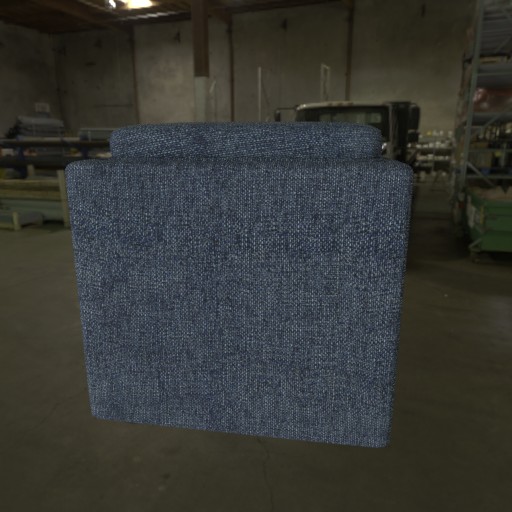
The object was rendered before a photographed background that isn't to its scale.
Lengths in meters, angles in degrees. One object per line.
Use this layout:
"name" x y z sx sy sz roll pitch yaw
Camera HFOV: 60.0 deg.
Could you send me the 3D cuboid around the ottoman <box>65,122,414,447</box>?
"ottoman" 0.000 0.000 0.802 0.450 0.460 0.450 2 15 9
